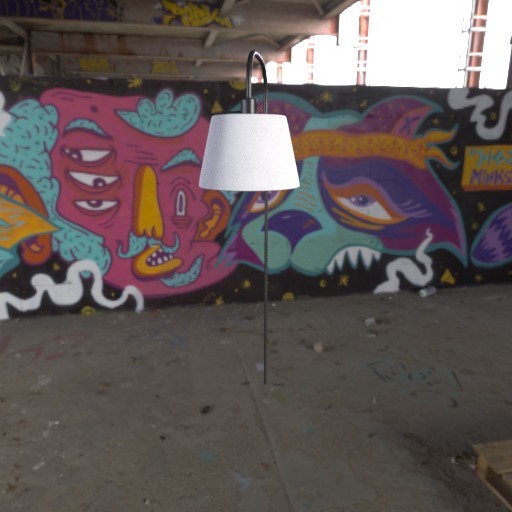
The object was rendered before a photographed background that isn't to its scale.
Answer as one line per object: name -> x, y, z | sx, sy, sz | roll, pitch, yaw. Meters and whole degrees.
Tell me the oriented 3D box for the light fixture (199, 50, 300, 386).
light fixture -> 0.000, 0.000, 0.468 | 0.092, 0.399, 0.176 | 2, 15, 8
